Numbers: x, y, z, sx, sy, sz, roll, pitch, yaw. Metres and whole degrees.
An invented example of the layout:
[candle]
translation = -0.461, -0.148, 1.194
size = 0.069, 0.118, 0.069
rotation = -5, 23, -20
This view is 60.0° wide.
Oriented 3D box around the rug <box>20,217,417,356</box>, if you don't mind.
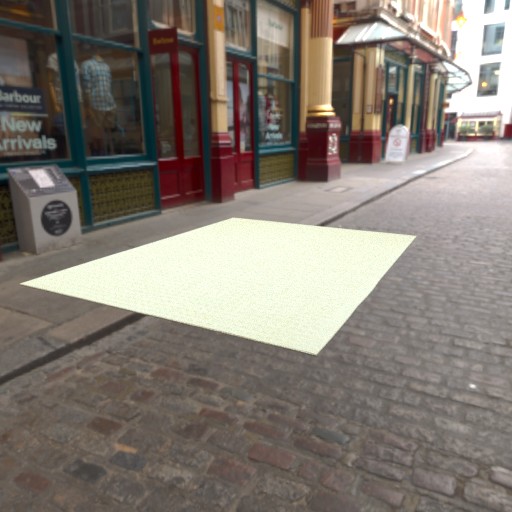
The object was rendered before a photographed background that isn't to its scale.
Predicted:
[rug]
translation = 0.000, 0.000, 4.241
size = 2.452, 0.016, 3.204
rotation = 8, 17, 27
